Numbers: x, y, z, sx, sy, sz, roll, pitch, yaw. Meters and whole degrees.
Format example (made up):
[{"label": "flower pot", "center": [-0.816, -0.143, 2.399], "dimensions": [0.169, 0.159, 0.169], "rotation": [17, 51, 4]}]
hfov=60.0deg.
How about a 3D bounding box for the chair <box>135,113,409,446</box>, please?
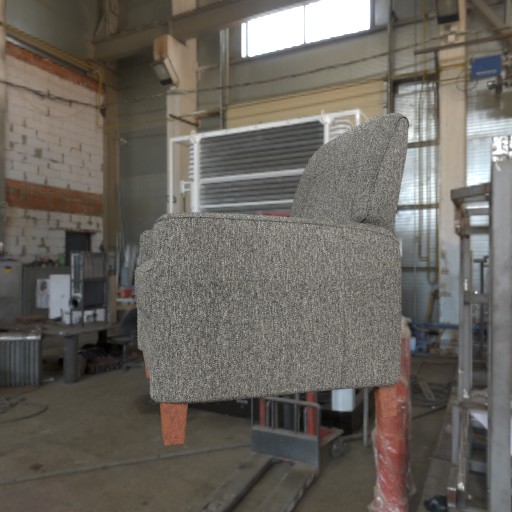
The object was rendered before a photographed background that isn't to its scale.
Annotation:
[{"label": "chair", "center": [0.000, 0.000, 1.644], "dimensions": [0.864, 1.014, 0.848], "rotation": [0, 0, -18]}]
